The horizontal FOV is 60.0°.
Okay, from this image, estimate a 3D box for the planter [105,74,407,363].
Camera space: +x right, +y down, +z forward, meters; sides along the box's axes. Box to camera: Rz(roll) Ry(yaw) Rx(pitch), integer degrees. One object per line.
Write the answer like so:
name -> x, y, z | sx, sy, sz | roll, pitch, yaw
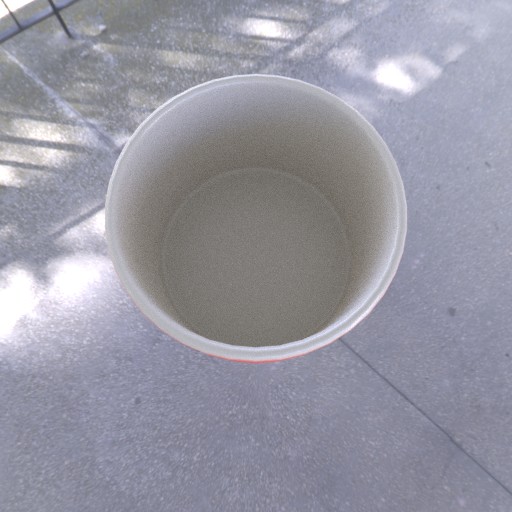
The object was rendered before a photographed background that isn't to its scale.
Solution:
planter -> 0.000, 0.000, 0.406 | 0.199, 0.268, 0.199 | 0, 76, 0
